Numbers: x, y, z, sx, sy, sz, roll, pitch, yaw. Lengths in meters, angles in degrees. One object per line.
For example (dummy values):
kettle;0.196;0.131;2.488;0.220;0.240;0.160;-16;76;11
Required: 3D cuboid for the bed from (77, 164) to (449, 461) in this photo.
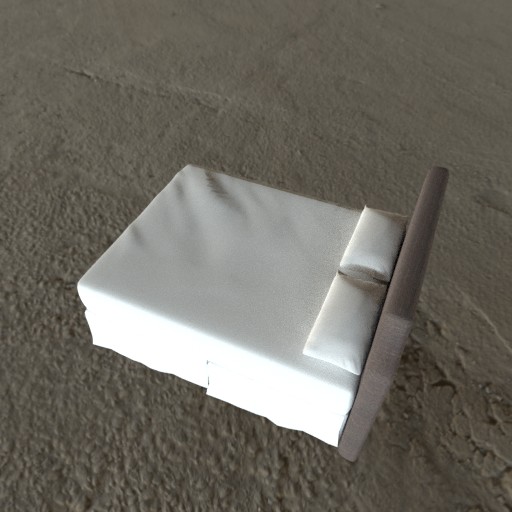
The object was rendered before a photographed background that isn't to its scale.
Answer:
bed;0.000;0.000;3.140;2.116;1.290;1.693;18;50;16
